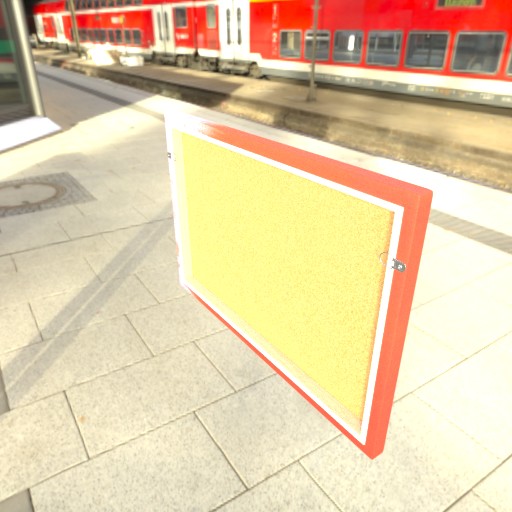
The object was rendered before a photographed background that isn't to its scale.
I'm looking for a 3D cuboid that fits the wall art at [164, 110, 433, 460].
[{"bbox_3d":[0.000,0.000,1.158,0.040,0.609,0.913,-18,33,-31],"label":"wall art"}]
